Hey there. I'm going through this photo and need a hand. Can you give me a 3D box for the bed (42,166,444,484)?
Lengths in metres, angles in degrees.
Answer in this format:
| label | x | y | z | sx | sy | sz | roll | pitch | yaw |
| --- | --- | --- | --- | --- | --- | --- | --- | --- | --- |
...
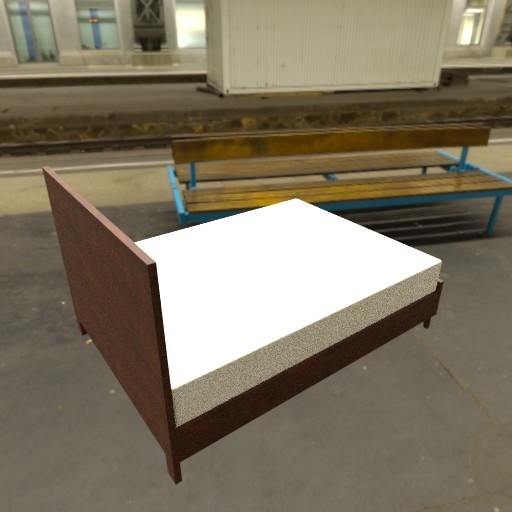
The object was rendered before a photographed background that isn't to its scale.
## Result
| label | x | y | z | sx | sy | sz | roll | pitch | yaw |
| --- | --- | --- | --- | --- | --- | --- | --- | --- | --- |
| bed | 0.000 | 0.000 | 3.097 | 2.184 | 1.270 | 1.600 | -19 | 33 | -32 |
